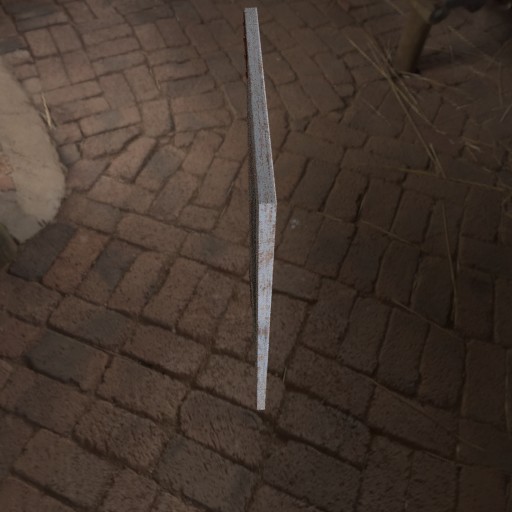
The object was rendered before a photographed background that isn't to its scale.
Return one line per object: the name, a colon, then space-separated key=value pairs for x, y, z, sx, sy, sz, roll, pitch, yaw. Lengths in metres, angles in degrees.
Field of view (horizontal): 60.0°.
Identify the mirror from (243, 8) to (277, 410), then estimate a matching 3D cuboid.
mirror: x=0.000 y=0.000 z=1.059 sx=0.027 sy=0.922 sz=0.472 roll=-2 pitch=56 yaw=-2
